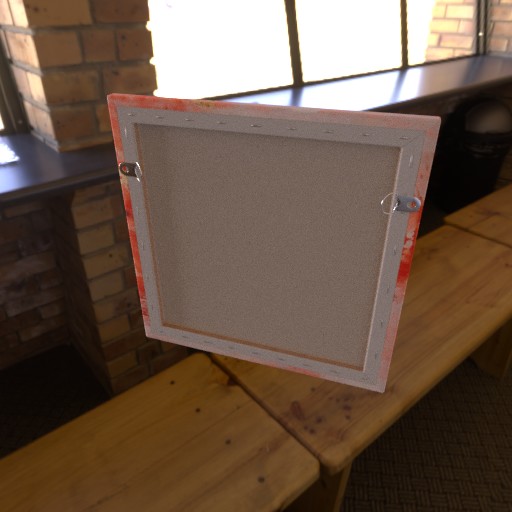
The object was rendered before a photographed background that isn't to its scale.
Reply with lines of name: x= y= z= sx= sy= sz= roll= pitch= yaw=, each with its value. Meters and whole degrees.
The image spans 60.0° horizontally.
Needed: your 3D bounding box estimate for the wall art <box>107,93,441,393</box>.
wall art: x=0.000 y=0.000 z=1.340 sx=0.878 sy=0.878 sz=0.066 roll=10 pitch=32 yaw=16
